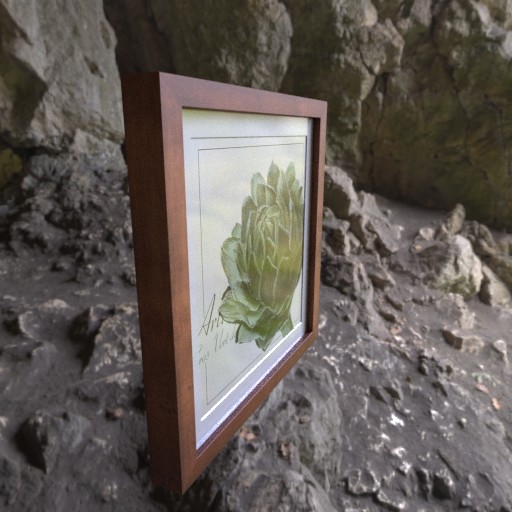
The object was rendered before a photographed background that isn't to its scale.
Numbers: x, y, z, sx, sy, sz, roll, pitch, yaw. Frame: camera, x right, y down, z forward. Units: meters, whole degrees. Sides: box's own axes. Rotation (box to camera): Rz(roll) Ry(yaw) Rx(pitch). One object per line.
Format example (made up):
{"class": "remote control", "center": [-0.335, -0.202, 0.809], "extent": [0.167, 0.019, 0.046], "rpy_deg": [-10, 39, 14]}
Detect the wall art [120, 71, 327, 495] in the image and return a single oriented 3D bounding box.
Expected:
{"class": "wall art", "center": [0.000, 0.000, 0.554], "extent": [0.038, 0.385, 0.386], "rpy_deg": [8, 17, 26]}
